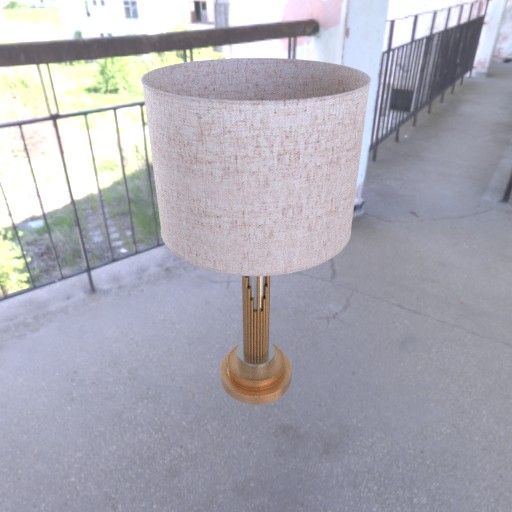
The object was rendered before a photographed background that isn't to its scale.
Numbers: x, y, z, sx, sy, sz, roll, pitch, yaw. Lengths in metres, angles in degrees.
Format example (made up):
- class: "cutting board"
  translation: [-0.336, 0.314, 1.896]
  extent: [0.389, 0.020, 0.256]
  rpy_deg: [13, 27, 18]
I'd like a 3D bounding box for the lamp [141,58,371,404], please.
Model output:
- class: "lamp"
  translation: [0.000, 0.000, 0.795]
  extent: [0.321, 0.610, 0.321]
  rpy_deg: [-21, 38, -30]
